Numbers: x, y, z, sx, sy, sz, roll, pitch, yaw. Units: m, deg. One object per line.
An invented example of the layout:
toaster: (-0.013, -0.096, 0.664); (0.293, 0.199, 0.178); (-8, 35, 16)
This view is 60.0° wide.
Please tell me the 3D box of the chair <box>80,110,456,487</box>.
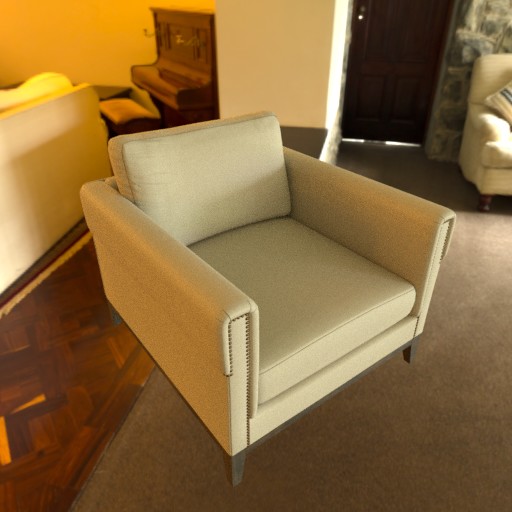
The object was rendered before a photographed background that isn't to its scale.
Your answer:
chair: (0.000, 0.000, 1.627); (0.914, 0.838, 0.959); (-21, 37, -31)
